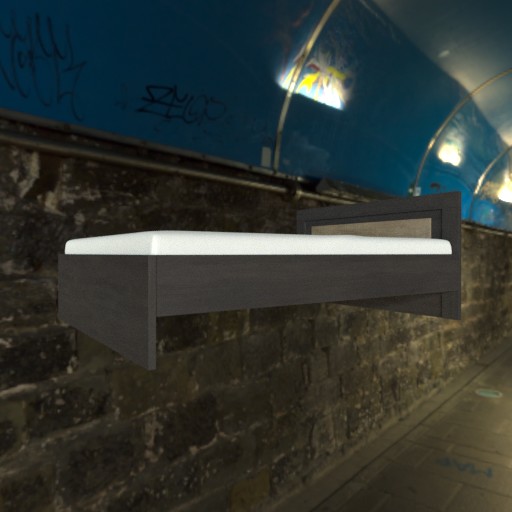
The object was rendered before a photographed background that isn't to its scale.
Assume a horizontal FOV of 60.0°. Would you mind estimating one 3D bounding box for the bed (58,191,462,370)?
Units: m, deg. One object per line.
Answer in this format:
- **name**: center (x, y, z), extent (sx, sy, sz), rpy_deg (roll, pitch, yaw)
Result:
- **bed**: center (0.000, 0.000, 2.868), extent (2.073, 0.823, 1.585), rpy_deg (0, 0, -35)
